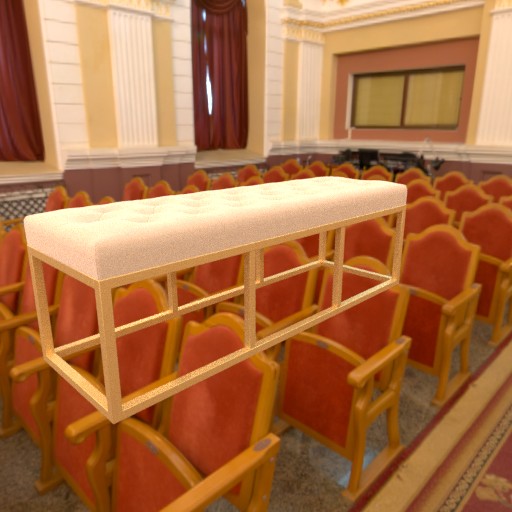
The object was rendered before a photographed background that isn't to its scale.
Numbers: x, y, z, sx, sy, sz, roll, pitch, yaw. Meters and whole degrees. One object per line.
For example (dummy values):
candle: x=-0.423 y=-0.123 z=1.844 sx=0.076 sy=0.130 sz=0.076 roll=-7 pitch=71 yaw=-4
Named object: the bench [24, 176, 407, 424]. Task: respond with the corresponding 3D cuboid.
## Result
bench: x=0.000 y=0.000 z=1.697 sx=0.457 sy=0.484 sz=1.473 roll=16 pitch=22 yaw=43
